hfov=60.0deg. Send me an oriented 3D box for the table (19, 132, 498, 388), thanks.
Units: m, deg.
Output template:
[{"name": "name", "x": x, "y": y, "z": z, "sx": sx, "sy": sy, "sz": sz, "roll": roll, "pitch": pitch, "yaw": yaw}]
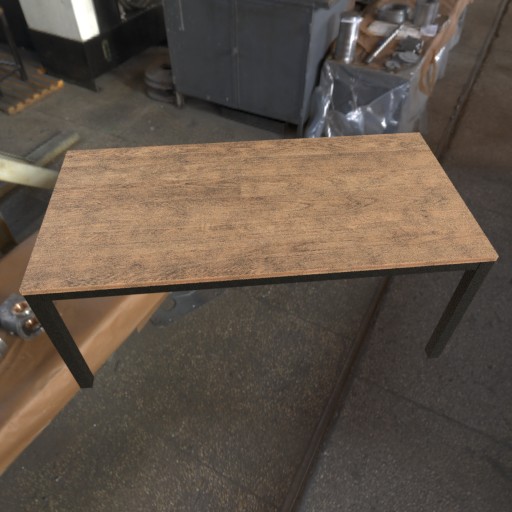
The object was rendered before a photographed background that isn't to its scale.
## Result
[{"name": "table", "x": 0.000, "y": 0.000, "z": 2.243, "sx": 1.805, "sy": 0.767, "sz": 0.893, "roll": -4, "pitch": 47, "yaw": -4}]
